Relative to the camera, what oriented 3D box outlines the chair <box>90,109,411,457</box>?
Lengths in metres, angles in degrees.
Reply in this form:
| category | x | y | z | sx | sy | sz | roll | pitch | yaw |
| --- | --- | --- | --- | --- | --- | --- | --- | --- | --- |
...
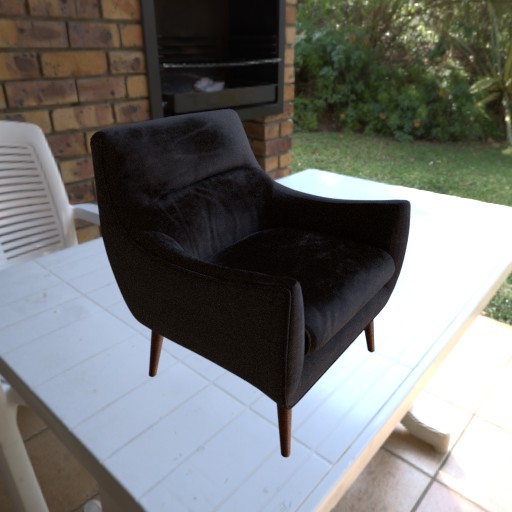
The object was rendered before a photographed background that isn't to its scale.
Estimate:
| category | x | y | z | sx | sy | sz | roll | pitch | yaw |
| --- | --- | --- | --- | --- | --- | --- | --- | --- | --- |
| chair | 0.000 | 0.000 | 1.469 | 0.787 | 0.838 | 0.762 | 18 | 31 | 33 |
